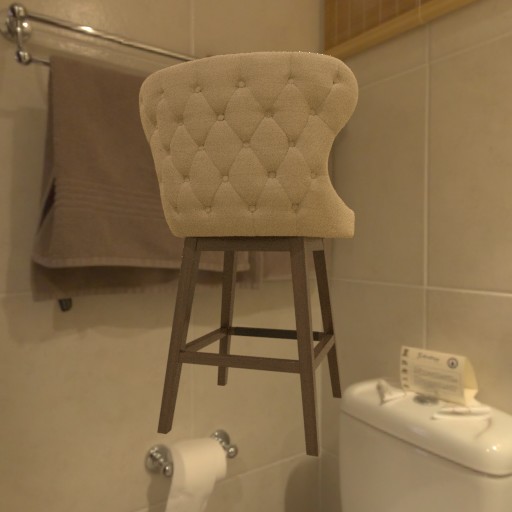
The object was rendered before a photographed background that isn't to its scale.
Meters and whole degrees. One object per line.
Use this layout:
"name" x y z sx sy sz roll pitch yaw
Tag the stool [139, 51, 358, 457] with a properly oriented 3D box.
"stool" 0.000 0.000 1.327 0.615 0.972 0.597 1 2 18
